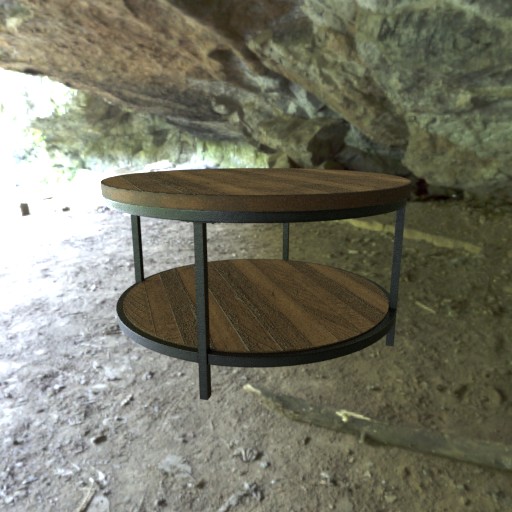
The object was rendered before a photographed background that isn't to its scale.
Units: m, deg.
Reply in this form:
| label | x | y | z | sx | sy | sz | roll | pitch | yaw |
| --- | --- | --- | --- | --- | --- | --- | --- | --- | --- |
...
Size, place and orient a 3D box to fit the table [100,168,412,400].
| label | x | y | z | sx | sy | sz | roll | pitch | yaw |
| --- | --- | --- | --- | --- | --- | --- | --- | --- | --- |
| table | 0.000 | 0.000 | 1.317 | 0.837 | 0.462 | 0.837 | 0 | 15 | 0 |
